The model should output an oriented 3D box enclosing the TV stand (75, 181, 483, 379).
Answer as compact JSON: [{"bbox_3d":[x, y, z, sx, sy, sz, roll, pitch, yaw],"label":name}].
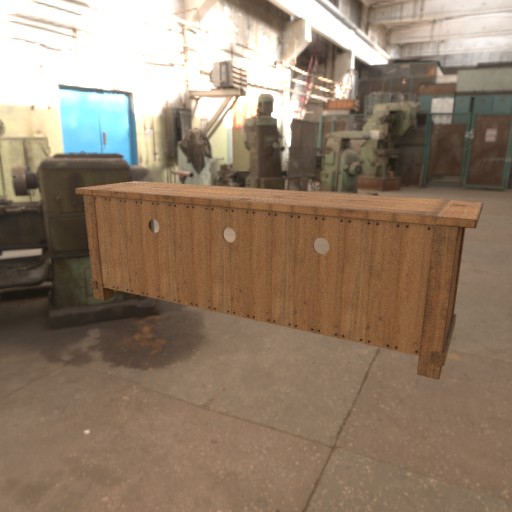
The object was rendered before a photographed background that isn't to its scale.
[{"bbox_3d":[0.000,0.000,2.053,1.804,0.573,0.453,8,17,27],"label":"TV stand"}]
